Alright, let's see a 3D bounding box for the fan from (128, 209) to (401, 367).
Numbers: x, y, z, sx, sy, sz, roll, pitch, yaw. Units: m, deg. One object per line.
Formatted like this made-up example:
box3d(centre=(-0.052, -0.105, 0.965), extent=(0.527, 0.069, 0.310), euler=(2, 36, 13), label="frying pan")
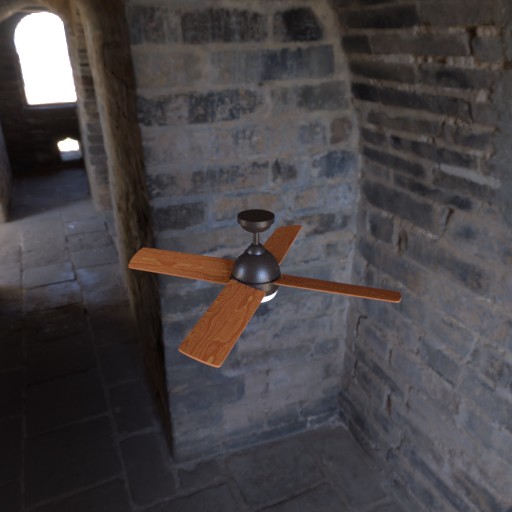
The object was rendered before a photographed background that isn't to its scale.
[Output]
box3d(centre=(0.000, 0.000, 2.076), extent=(1.332, 0.403, 1.332), euler=(8, 26, 16), label="fan")
